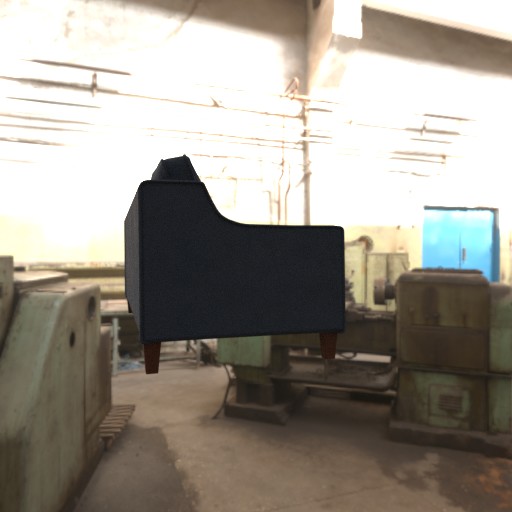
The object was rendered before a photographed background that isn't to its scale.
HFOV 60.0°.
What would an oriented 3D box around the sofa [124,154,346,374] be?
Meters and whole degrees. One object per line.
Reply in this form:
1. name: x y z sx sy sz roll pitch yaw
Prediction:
1. sofa: 0.000 0.000 3.359 1.858 1.066 2.317 0 0 -18
